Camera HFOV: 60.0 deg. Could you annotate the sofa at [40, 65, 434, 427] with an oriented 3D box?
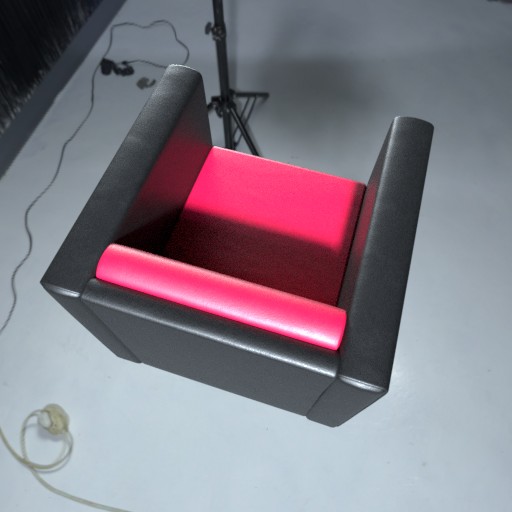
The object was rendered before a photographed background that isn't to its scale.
[{"bbox_3d":[0.000,0.000,1.457,0.839,0.724,0.809,16,64,8],"label":"sofa"}]
